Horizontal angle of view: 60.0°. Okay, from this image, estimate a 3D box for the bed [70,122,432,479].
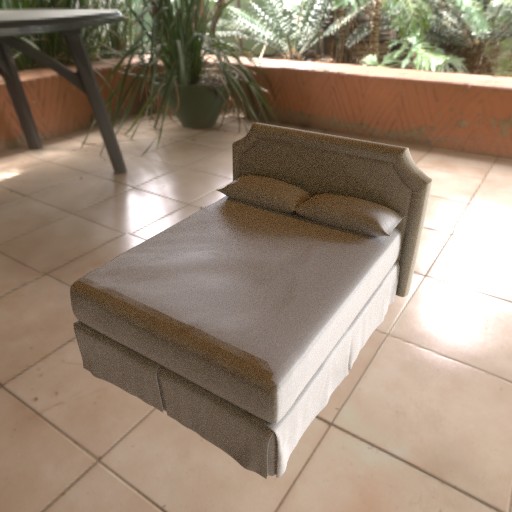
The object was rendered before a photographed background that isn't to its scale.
[{"bbox_3d":[0.000,0.000,3.226,1.828,1.297,2.164,19,36,28],"label":"bed"}]
